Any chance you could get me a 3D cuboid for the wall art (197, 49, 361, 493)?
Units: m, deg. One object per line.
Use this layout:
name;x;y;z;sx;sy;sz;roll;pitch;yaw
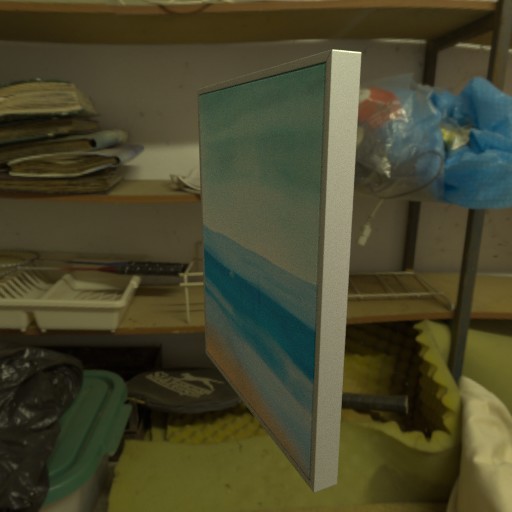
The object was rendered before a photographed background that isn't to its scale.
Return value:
wall art;0.000;0.000;0.731;0.039;0.553;0.445;-7;17;-24
